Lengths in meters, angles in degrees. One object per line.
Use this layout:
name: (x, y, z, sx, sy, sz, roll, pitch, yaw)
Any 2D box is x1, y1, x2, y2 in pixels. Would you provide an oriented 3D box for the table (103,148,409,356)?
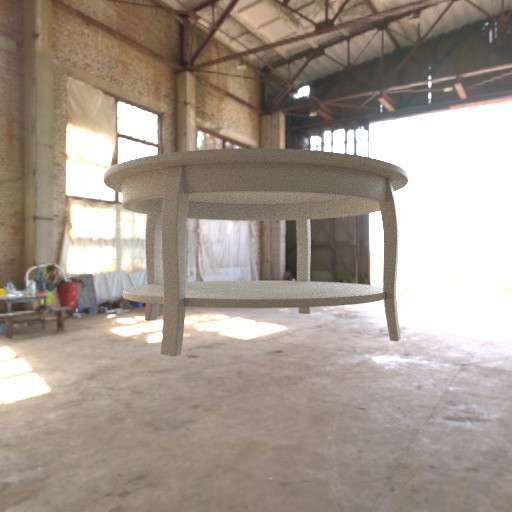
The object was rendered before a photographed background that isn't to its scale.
table: (0.000, 0.000, 1.396, 0.910, 0.457, 0.910, 0, 0, 0)
